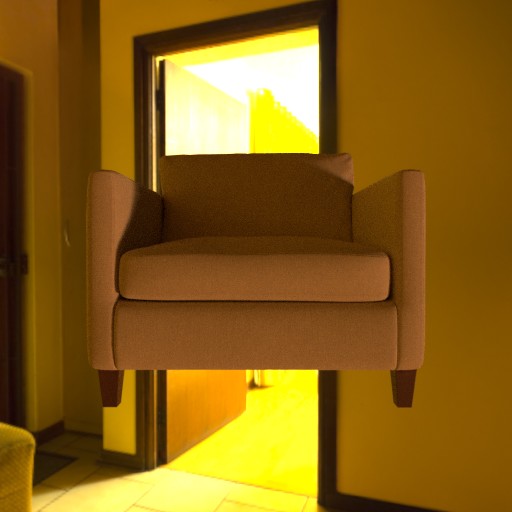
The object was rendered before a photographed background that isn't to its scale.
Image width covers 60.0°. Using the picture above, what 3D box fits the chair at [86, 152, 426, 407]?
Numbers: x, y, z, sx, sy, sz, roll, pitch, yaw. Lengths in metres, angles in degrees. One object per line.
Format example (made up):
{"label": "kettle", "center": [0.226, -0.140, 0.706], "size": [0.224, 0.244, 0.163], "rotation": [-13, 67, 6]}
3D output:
{"label": "chair", "center": [0.000, 0.000, 1.842], "size": [1.107, 0.961, 0.959], "rotation": [0, 1, 0]}
